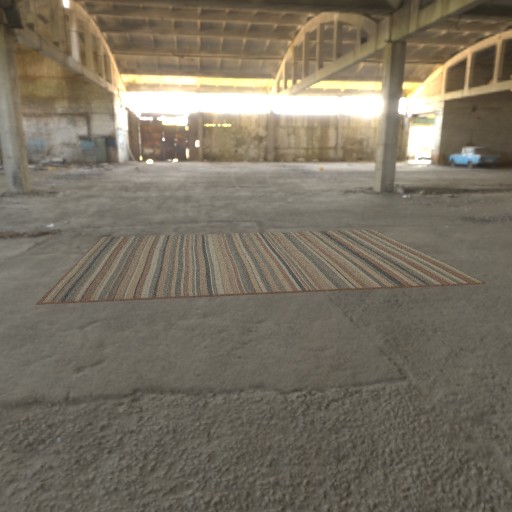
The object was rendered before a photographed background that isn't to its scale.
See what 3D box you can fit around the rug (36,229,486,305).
[{"bbox_3d":[0.000,0.000,2.358,1.829,0.008,1.219,-2,14,-8],"label":"rug"}]
